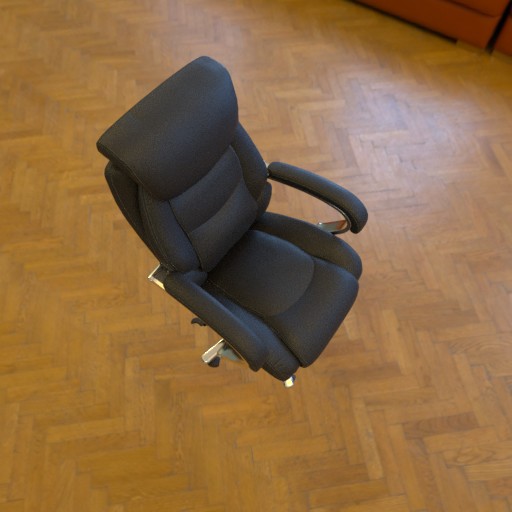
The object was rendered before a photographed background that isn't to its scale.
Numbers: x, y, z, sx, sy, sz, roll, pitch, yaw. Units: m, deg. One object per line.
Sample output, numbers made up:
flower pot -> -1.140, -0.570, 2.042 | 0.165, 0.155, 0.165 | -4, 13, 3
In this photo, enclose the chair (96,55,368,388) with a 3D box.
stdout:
chair -> 0.000, 0.000, 1.709 | 0.790, 1.183, 0.755 | 32, 64, 17
